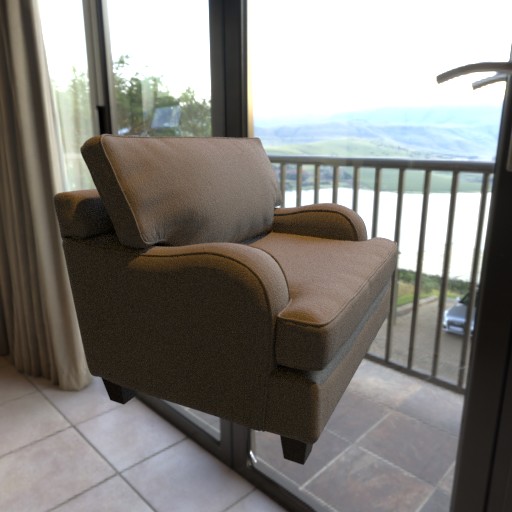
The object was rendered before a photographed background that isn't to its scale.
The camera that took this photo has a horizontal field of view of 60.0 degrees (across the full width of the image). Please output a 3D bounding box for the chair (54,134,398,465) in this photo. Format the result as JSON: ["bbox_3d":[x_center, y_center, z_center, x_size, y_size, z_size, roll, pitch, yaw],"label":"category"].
[{"bbox_3d":[0.000,0.000,1.936,1.041,1.016,1.220,7,16,26],"label":"chair"}]
